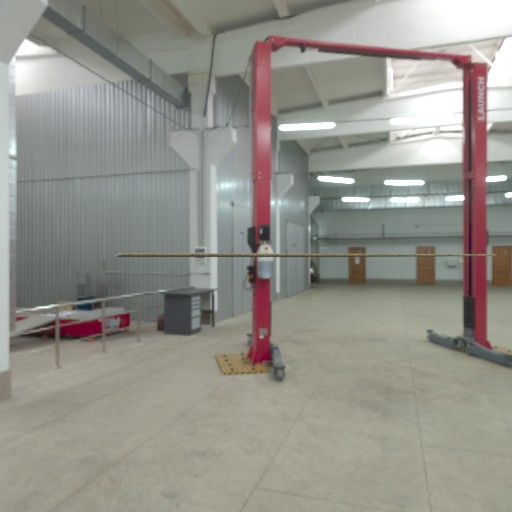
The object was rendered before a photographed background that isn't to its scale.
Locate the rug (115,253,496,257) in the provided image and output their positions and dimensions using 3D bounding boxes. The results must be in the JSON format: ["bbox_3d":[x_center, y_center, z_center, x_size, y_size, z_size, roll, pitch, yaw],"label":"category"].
[{"bbox_3d":[0.000,0.000,4.083,2.471,0.012,3.034,0,0,-18],"label":"rug"}]
